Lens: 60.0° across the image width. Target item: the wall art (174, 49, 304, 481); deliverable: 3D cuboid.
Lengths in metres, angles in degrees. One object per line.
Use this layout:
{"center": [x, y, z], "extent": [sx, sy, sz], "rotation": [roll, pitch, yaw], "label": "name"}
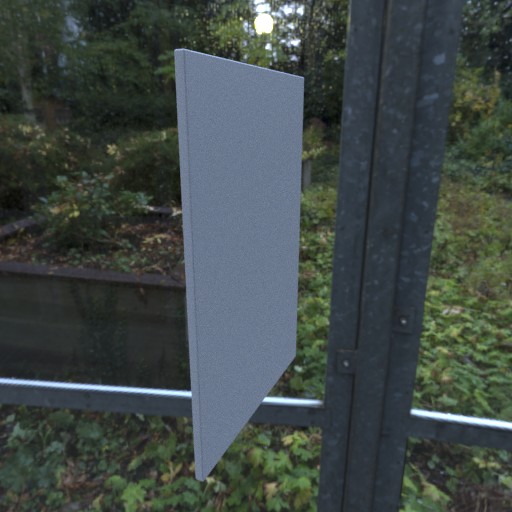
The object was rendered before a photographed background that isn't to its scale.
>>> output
{"center": [0.000, 0.000, 0.612], "extent": [0.011, 0.482, 0.329], "rotation": [8, 19, 24], "label": "wall art"}
